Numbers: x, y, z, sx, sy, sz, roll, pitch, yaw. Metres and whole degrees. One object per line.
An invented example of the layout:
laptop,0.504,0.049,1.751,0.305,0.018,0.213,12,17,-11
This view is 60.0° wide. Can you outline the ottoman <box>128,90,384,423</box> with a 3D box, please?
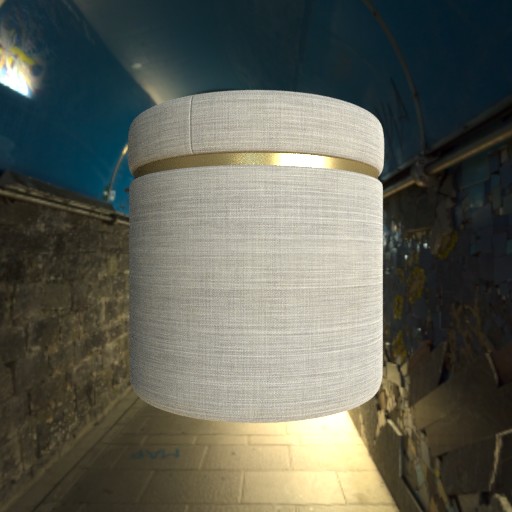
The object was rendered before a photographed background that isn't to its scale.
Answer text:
ottoman,0.000,0.000,0.721,0.400,0.406,0.400,0,0,0
